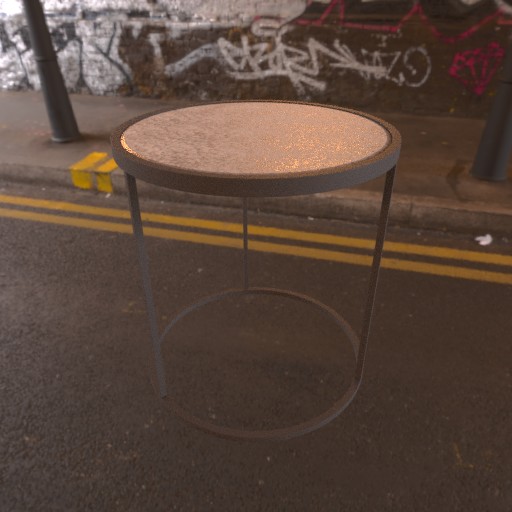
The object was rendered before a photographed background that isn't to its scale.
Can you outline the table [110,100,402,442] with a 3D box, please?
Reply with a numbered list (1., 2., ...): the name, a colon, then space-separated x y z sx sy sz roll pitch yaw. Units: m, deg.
1. table: 0.000 0.000 0.869 0.470 0.498 0.470 0 31 0
